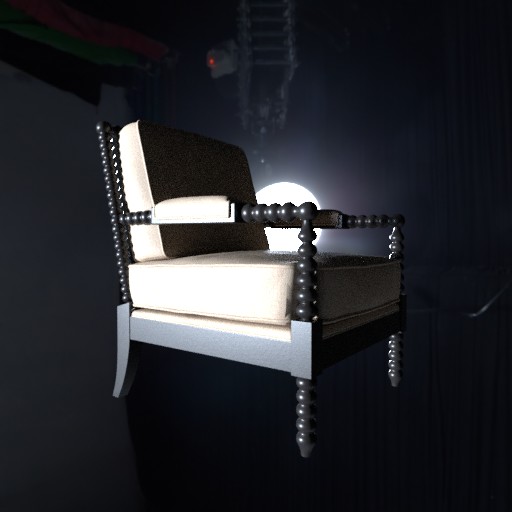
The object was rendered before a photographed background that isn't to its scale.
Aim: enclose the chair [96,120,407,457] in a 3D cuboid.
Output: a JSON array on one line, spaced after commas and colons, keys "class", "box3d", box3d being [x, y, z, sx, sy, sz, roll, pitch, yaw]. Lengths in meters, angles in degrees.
[{"class": "chair", "box3d": [0.000, 0.000, 1.167, 0.657, 0.703, 0.555, 1, 2, 36]}]
